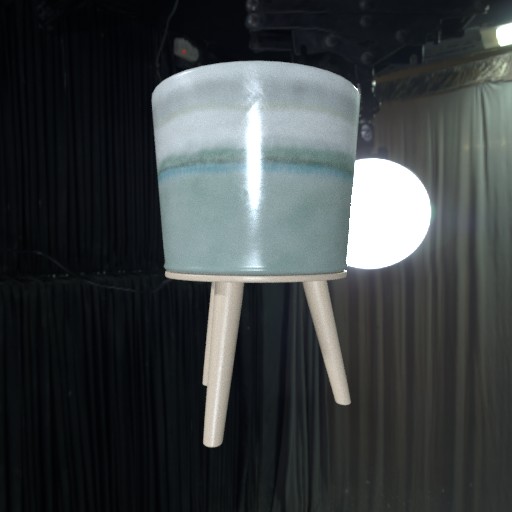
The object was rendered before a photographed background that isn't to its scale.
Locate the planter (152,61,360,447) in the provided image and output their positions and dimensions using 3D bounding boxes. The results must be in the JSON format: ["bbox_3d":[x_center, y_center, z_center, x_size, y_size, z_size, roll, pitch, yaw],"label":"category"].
[{"bbox_3d":[0.000,0.000,0.583,0.265,0.404,0.265,1,2,36],"label":"planter"}]
